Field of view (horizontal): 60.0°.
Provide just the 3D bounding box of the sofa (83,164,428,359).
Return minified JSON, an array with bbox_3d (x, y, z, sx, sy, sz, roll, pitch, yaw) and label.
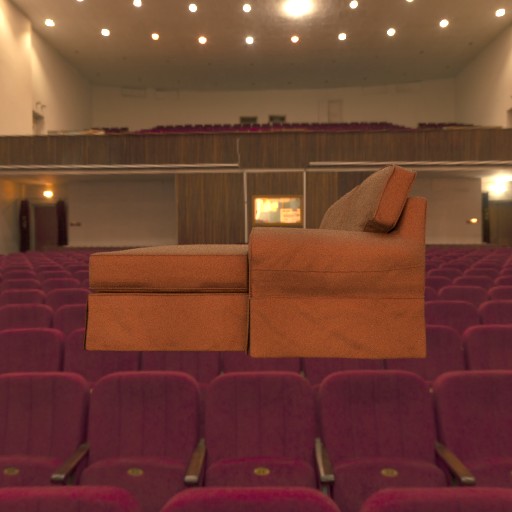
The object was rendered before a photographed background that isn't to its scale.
[{"bbox_3d":[0.000,0.000,3.355,1.733,0.978,2.475,0,1,1],"label":"sofa"}]
